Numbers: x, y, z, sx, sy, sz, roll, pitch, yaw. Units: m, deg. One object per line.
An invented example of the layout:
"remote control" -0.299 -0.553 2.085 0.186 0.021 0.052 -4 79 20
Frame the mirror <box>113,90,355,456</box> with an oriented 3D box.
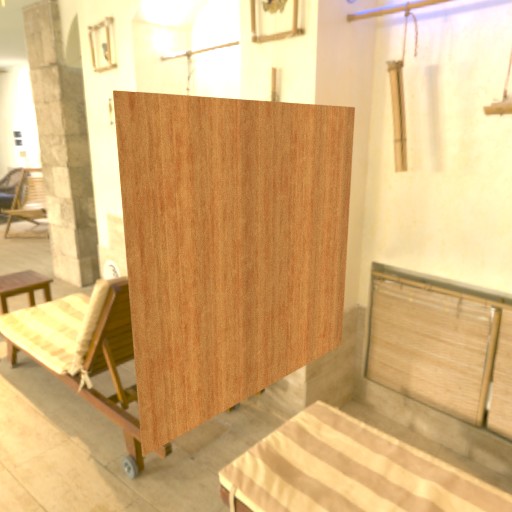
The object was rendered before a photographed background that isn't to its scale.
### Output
"mirror" 0.000 0.000 0.986 0.651 0.651 0.047 -15 21 -43
